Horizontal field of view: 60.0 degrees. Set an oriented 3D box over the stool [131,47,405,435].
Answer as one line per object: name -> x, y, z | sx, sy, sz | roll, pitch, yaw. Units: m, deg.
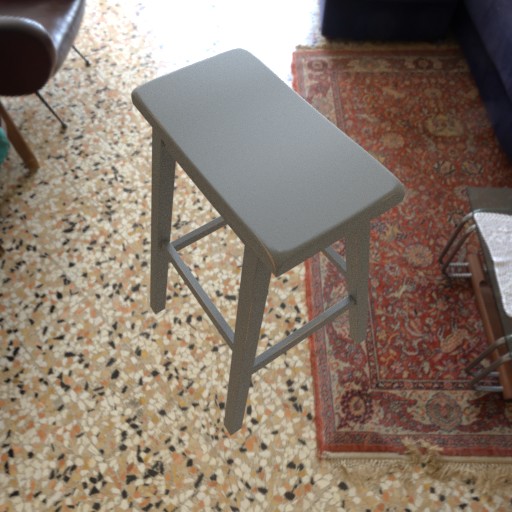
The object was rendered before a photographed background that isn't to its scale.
stool -> 0.000, 0.000, 1.026 | 0.476, 0.737, 0.457 | -30, 62, -18
